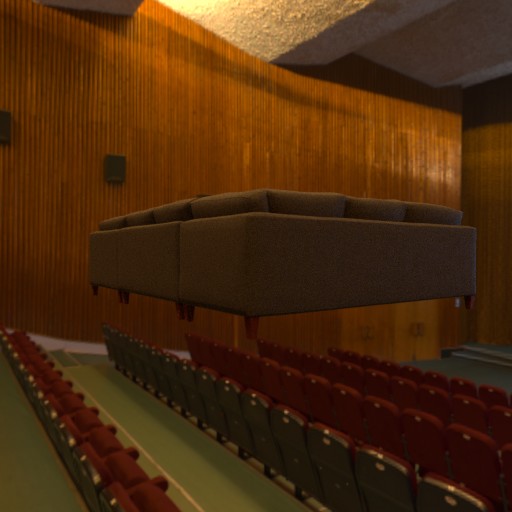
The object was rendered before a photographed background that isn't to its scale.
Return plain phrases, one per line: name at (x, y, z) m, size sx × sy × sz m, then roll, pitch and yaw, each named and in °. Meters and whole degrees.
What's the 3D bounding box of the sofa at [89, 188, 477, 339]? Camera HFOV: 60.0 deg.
sofa at (0.000, 0.000, 4.721) m, size 2.594 × 0.961 × 3.460 m, roll 0°, pitch 1°, yaw -35°
